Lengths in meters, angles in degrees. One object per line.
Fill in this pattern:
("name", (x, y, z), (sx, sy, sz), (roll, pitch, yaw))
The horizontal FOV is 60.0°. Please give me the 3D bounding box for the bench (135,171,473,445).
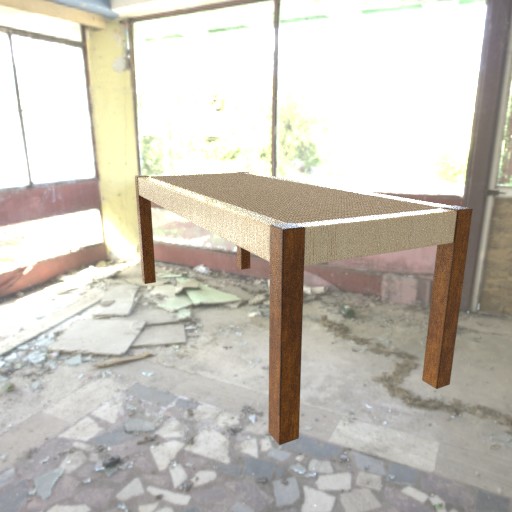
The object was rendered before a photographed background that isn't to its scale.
("bench", (0.000, 0.000, 1.482), (0.507, 0.457, 1.198), (-8, 17, -26))
